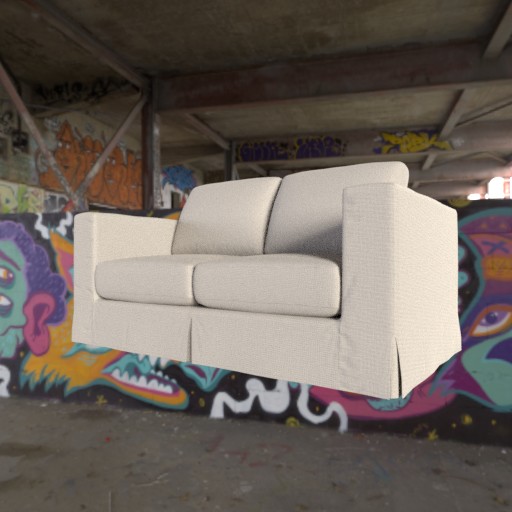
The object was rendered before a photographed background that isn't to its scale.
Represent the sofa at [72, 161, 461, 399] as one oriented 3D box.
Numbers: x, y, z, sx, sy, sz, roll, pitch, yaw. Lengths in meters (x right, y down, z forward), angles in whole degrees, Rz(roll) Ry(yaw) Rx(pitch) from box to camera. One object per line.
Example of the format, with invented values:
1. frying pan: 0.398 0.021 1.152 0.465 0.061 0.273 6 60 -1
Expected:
1. sofa: 0.000 0.000 2.328 1.813 0.932 1.009 0 -1 35
